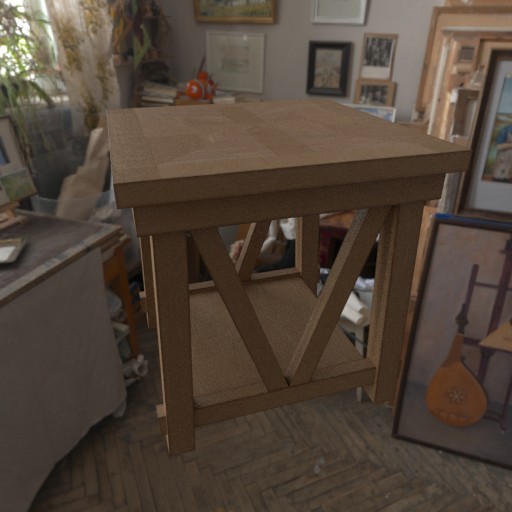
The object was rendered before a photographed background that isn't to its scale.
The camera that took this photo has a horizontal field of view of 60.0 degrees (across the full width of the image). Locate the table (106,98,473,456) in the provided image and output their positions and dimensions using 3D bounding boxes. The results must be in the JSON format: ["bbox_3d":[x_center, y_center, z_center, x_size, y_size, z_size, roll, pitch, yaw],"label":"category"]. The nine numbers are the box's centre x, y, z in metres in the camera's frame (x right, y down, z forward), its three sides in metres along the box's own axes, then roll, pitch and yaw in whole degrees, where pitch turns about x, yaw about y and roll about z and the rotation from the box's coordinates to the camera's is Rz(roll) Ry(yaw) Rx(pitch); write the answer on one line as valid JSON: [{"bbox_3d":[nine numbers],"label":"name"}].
[{"bbox_3d":[0.000,0.000,1.109,0.612,0.638,0.610,-8,29,-15],"label":"table"}]
